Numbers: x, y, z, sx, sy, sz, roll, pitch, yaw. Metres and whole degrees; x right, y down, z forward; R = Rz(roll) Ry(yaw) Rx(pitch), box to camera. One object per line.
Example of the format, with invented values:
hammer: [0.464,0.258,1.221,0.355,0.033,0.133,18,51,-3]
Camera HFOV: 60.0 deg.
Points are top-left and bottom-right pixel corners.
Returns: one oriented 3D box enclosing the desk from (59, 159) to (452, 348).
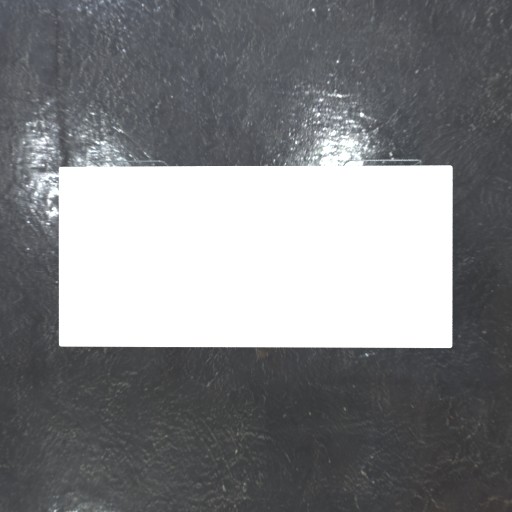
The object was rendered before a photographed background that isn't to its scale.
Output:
desk: [0.000,0.000,2.296,1.900,0.455,0.900,0,90,1]
